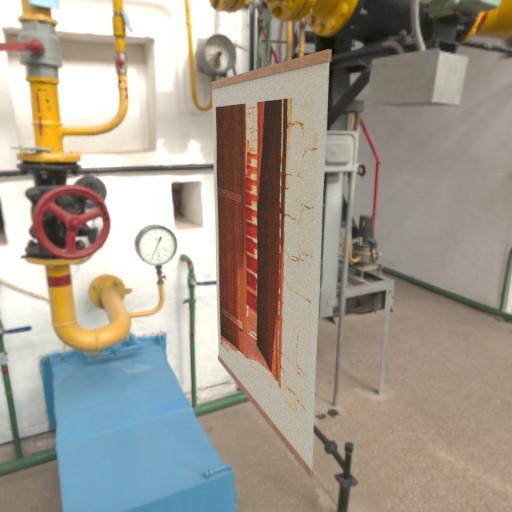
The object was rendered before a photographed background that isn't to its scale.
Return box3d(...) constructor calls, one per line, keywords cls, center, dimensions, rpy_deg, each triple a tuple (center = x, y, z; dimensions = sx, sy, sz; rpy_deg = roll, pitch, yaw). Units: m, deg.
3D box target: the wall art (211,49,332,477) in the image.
box3d(cls="wall art", center=(0.000, 0.000, 1.955), dimensions=(0.019, 1.527, 1.019), rpy_deg=(-7, 17, -24))
